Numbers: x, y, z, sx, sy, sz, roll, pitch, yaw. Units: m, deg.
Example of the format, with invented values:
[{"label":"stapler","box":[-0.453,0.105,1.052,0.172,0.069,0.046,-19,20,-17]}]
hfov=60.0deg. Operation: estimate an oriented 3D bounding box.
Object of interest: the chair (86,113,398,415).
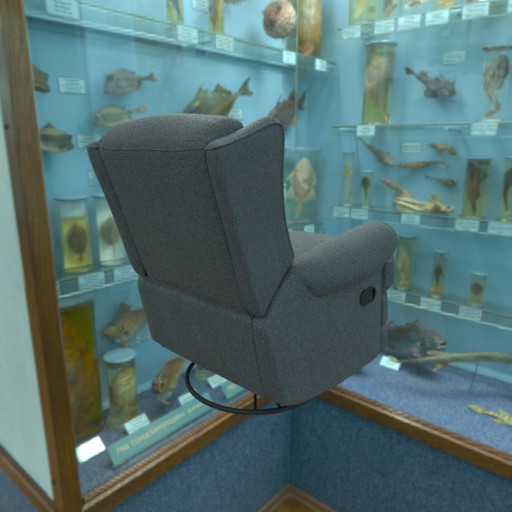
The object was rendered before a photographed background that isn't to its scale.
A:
[{"label":"chair","box":[0.000,0.000,1.706,0.847,1.011,0.969,13,19,41]}]
